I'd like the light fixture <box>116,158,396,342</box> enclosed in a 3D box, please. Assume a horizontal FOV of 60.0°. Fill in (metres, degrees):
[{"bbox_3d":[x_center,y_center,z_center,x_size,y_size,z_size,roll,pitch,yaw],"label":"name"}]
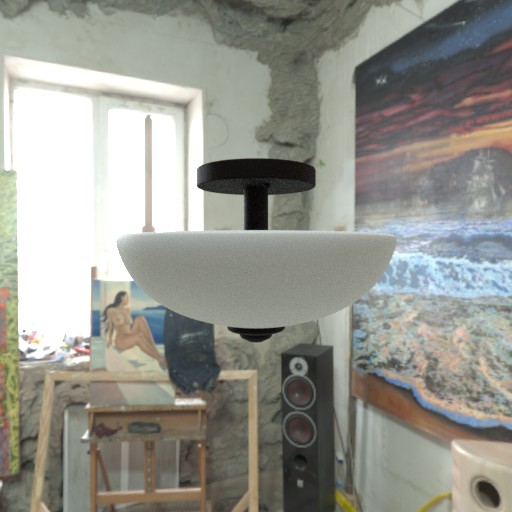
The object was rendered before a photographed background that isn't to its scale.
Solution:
[{"bbox_3d":[0.000,0.000,0.548,0.331,0.212,0.331,0,1,0],"label":"light fixture"}]
